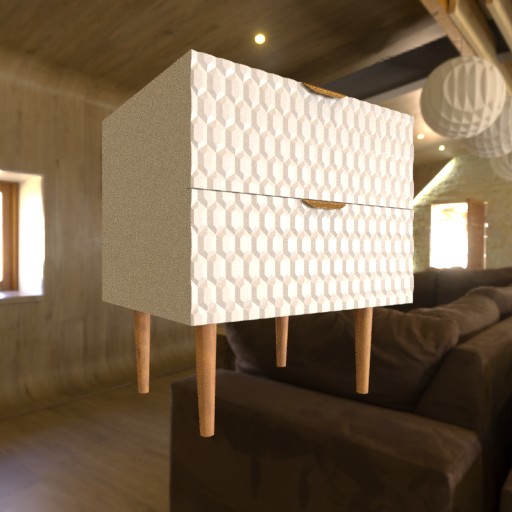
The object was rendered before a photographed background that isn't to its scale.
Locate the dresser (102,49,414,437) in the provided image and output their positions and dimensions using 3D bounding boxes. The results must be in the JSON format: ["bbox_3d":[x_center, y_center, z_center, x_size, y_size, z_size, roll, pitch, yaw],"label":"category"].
[{"bbox_3d":[0.000,0.000,0.913,0.503,0.568,0.414,0,0,-36],"label":"dresser"}]
